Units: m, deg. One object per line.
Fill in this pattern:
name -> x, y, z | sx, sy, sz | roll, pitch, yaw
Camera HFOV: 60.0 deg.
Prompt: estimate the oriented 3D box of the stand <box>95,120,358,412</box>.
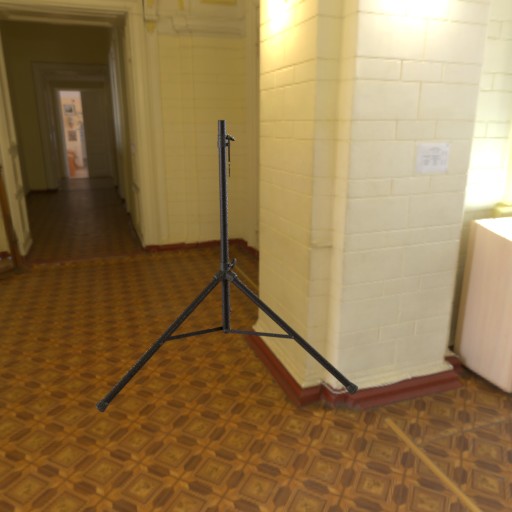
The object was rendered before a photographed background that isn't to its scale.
stand -> 0.000, 0.000, 2.716 | 1.339, 1.595, 1.596 | 8, 18, 24
